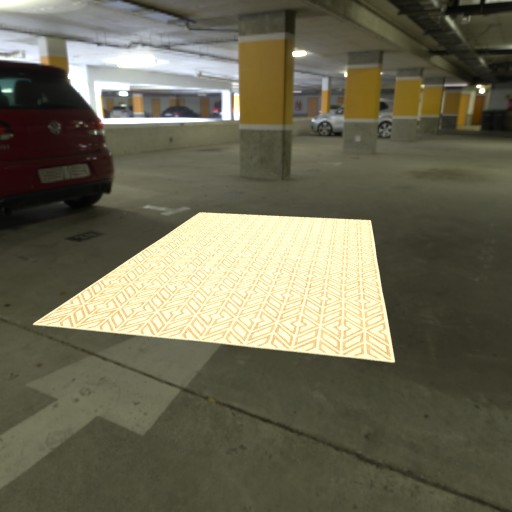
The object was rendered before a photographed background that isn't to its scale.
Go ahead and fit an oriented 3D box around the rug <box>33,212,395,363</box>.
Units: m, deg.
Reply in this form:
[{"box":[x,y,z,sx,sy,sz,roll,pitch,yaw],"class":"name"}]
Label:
[{"box":[0.000,0.000,2.285,1.220,0.007,1.828,4,18,11],"class":"rug"}]
